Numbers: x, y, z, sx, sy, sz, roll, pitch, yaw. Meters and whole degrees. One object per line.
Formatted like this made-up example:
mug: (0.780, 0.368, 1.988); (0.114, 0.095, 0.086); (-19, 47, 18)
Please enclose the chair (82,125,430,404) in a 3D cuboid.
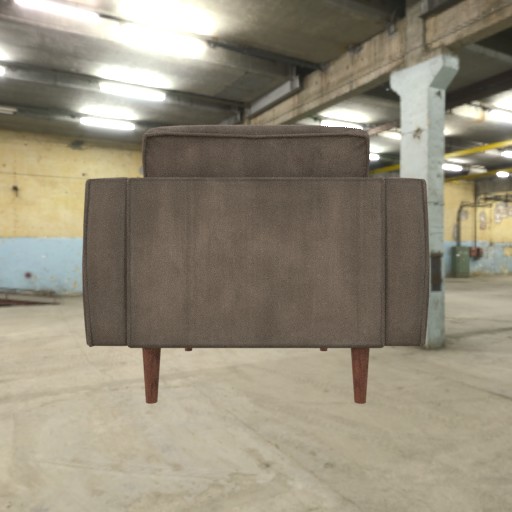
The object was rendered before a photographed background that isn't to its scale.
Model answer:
chair: (0.000, 0.000, 1.545); (0.928, 0.773, 0.843); (0, 0, 0)
